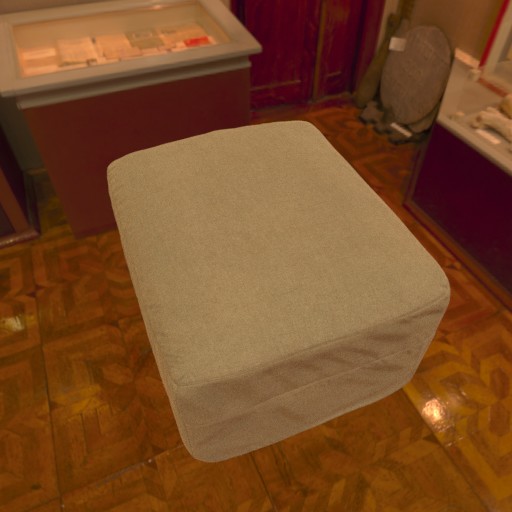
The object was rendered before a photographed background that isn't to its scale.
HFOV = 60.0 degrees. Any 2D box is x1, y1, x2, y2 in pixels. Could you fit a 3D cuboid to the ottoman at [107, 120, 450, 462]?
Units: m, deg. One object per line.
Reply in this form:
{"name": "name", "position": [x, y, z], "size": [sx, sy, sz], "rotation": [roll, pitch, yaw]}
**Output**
{"name": "ottoman", "position": [0.000, 0.000, 1.249], "size": [0.683, 0.481, 0.837], "rotation": [-16, 49, -15]}
